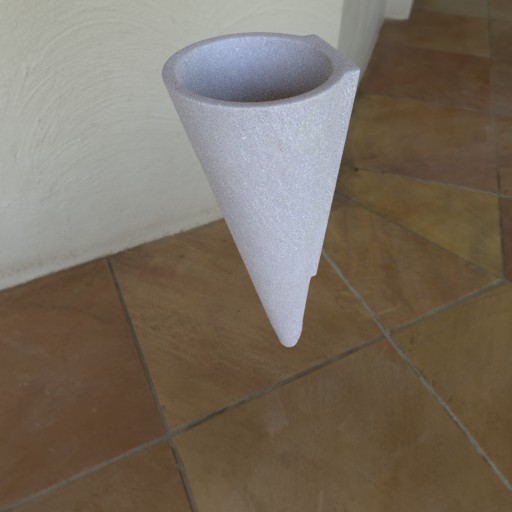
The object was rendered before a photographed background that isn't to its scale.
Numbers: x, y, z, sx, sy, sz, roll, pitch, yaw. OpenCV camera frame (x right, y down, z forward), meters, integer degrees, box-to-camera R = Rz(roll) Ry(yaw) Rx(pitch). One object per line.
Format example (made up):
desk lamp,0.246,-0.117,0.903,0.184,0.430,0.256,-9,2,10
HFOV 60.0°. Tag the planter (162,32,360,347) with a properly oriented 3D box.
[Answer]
planter,0.000,0.000,0.299,0.087,0.259,0.078,-17,49,-15
